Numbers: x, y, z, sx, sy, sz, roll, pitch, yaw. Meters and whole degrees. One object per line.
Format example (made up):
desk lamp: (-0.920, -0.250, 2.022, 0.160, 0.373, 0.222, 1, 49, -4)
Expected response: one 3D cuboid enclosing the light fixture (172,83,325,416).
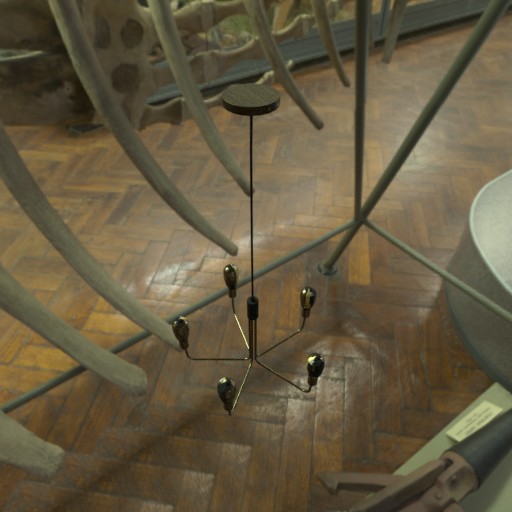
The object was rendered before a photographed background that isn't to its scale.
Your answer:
light fixture: (0.000, 0.000, 1.399, 0.532, 1.059, 0.588, -26, 49, -25)
